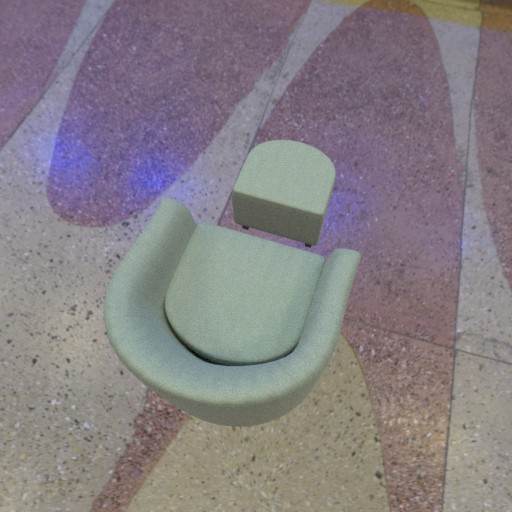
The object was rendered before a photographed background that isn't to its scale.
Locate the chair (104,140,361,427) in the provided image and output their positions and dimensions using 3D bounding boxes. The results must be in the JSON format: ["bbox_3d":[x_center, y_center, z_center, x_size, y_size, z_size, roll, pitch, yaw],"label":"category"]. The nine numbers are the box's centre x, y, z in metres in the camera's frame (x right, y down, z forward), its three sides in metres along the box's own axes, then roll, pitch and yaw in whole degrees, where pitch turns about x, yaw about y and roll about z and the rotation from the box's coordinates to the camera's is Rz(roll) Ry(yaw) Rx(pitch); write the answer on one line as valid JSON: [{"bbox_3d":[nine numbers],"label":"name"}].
[{"bbox_3d":[0.000,0.000,1.746,0.756,0.757,1.288,16,63,9],"label":"chair"}]
